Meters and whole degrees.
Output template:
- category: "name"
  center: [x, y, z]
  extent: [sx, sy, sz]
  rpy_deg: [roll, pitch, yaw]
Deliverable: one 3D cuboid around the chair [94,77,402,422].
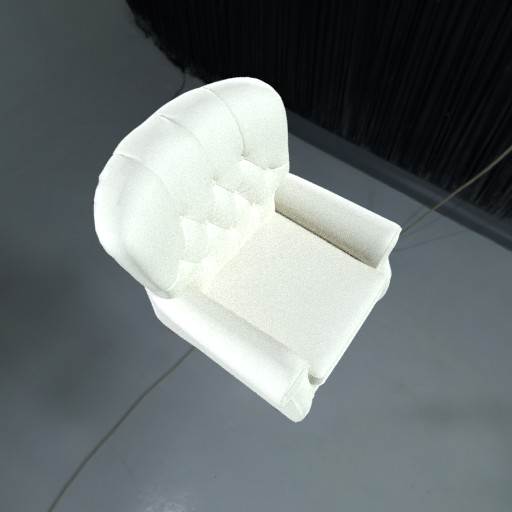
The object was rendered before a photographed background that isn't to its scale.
- category: "chair"
  center: [0.000, 0.000, 2.069]
  extent: [1.132, 1.169, 1.035]
  rpy_deg: [32, 63, 18]
